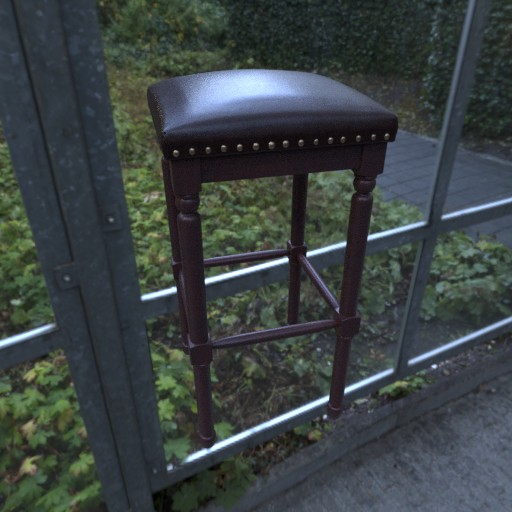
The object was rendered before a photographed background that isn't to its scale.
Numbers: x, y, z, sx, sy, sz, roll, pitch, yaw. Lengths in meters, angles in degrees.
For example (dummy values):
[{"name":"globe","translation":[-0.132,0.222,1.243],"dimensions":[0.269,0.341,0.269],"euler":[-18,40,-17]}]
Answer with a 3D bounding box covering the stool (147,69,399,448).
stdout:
[{"name":"stool","translation":[0.000,0.000,0.993],"dimensions":[0.382,0.768,0.383],"euler":[-8,31,-13]}]
